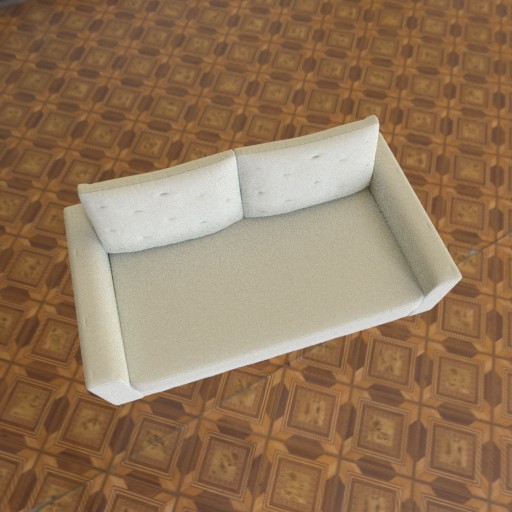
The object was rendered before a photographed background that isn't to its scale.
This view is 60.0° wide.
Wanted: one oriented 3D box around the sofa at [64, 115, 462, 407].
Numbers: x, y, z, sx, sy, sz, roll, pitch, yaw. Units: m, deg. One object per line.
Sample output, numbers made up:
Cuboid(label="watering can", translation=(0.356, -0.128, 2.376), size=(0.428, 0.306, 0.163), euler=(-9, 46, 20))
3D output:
Cuboid(label="sofa", translation=(0.000, 0.000, 2.112), size=(1.650, 0.790, 0.920), euler=(-15, 64, -8))
